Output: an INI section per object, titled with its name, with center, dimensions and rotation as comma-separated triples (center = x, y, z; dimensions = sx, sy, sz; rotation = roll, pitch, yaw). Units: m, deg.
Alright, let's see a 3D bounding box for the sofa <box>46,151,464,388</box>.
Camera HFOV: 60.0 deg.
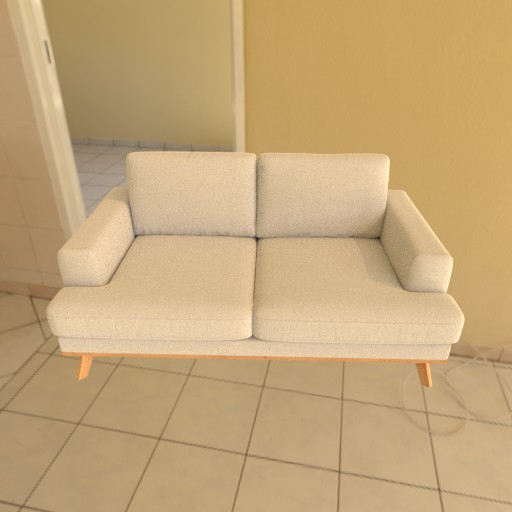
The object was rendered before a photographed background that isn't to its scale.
[sofa]
center = 0.000, 0.000, 2.090
dimensions = 1.651, 0.810, 0.915
rotation = 1, 30, 1
